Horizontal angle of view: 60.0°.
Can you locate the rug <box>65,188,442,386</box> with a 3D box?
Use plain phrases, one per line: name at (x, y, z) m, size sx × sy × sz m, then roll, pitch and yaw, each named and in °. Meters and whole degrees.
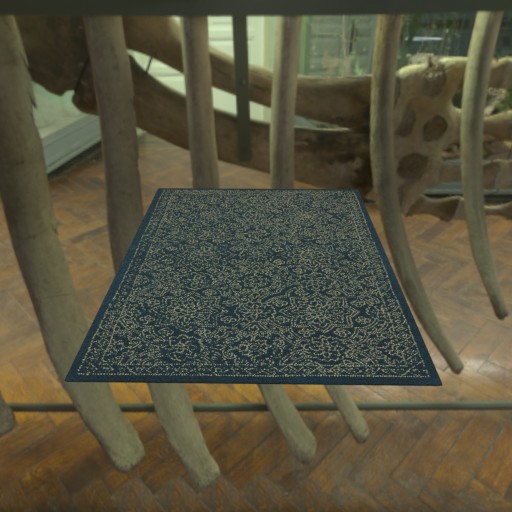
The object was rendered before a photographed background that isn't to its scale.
rug at (0.000, 0.000, 4.129) m, size 2.438 × 0.010 × 3.048 m, roll 0°, pitch 33°, yaw 1°
